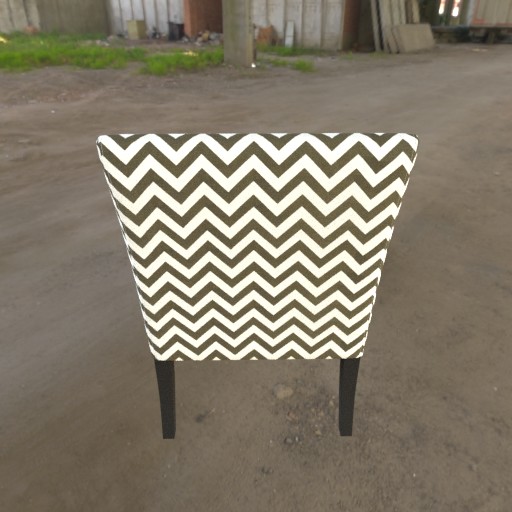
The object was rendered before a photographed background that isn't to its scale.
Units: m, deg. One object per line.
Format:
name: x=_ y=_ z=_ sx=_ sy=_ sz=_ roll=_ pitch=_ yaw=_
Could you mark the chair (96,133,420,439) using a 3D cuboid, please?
chair: x=0.000 y=0.000 z=1.267 sx=0.589 sy=0.838 sz=0.648 roll=0 pitch=29 yaw=-1
